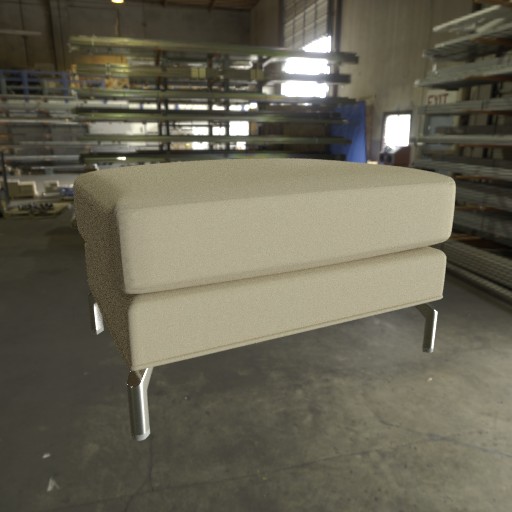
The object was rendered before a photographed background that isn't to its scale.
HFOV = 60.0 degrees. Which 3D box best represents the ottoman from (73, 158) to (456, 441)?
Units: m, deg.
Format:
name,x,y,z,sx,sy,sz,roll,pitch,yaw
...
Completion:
name,x,y,z,sx,sy,sz,roll,pitch,yaw
ottoman,0.000,0.000,1.189,0.835,0.497,0.581,-8,17,-26
